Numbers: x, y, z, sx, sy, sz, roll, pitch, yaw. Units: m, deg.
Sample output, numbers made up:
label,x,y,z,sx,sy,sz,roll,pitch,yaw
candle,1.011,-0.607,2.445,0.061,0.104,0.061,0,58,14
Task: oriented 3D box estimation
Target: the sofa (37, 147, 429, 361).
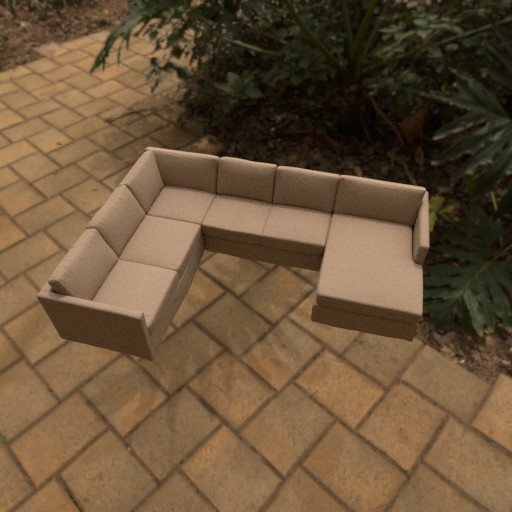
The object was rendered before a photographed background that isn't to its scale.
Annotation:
label,x,y,z,sx,sy,sz,roll,pitch,yaw
sofa,0.000,0.000,4.657,3.460,0.882,2.427,10,47,10
